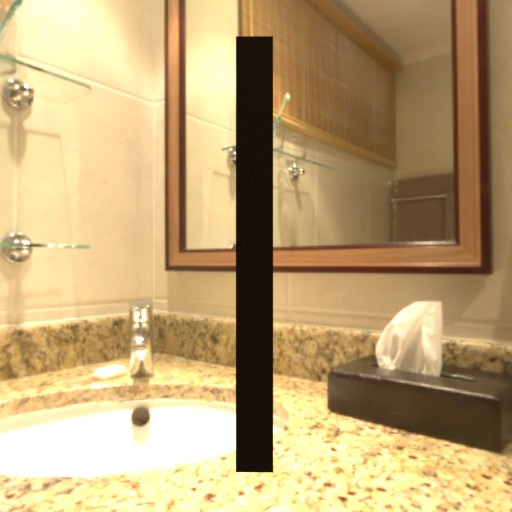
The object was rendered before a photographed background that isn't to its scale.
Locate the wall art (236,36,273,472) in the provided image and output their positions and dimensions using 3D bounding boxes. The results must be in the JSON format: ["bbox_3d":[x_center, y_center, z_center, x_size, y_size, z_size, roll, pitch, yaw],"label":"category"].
[{"bbox_3d":[0.000,0.000,0.528,0.028,0.325,0.397,0,-1,0],"label":"wall art"}]
